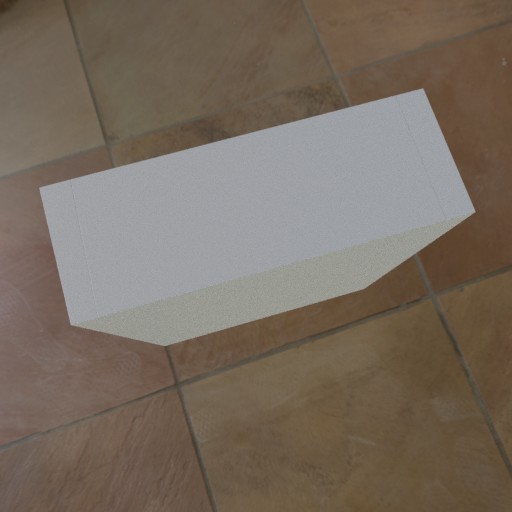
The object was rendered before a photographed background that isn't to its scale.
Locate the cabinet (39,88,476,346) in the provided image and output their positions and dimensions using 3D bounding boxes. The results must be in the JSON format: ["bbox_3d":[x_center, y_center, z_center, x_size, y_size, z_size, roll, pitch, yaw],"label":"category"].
[{"bbox_3d":[0.000,0.000,1.622,0.990,1.150,0.348,-16,77,-4],"label":"cabinet"}]
